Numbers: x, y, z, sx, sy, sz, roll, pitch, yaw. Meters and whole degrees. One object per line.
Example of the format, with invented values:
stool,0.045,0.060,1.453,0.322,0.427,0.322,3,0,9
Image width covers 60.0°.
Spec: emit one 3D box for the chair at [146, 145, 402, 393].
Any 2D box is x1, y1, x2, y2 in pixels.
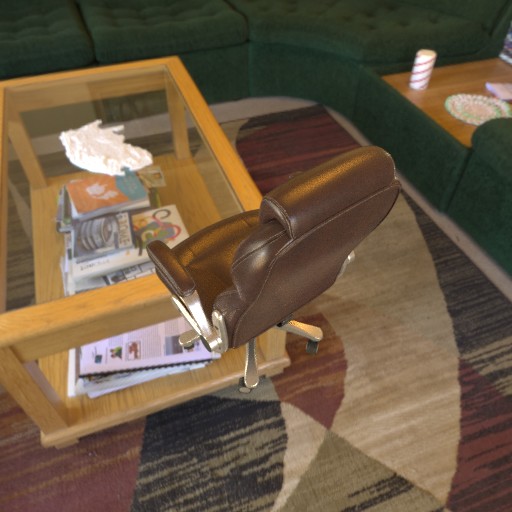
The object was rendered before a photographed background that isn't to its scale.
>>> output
chair,0.000,0.000,1.704,0.733,1.160,0.774,-30,53,-25
